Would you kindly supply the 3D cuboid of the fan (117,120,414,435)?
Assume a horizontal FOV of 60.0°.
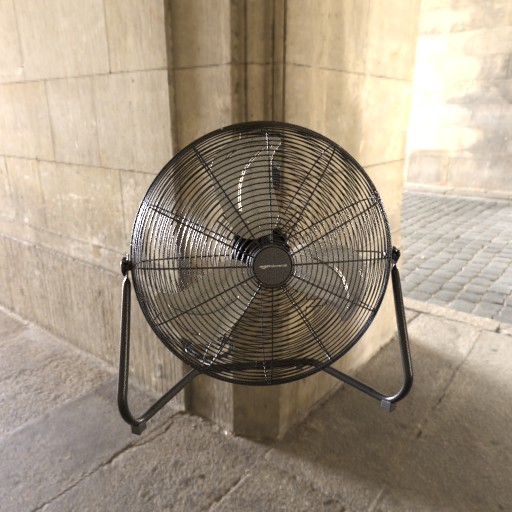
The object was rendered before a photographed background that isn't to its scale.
[{"bbox_3d":[0.000,0.000,1.031,0.595,0.605,0.470,-2,18,-7],"label":"fan"}]
